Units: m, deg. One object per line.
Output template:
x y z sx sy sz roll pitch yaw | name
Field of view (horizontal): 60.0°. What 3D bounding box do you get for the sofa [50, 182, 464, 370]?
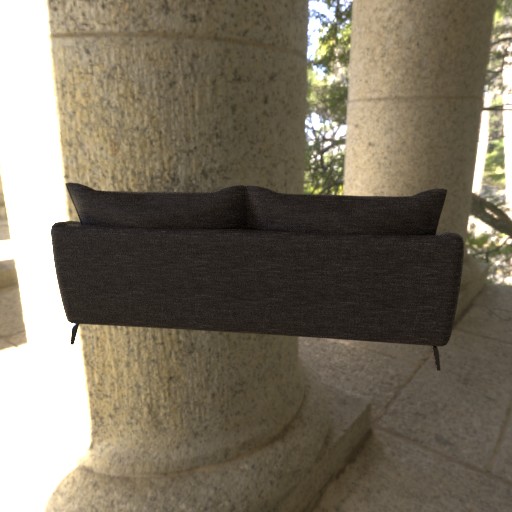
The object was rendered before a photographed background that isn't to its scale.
0.000 0.000 2.404 2.019 0.843 0.807 2 16 8 | sofa
